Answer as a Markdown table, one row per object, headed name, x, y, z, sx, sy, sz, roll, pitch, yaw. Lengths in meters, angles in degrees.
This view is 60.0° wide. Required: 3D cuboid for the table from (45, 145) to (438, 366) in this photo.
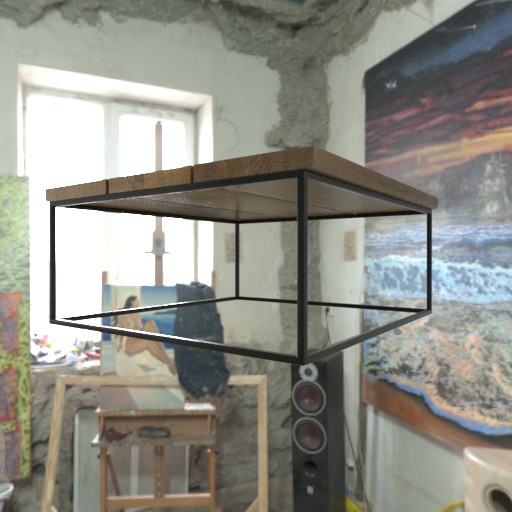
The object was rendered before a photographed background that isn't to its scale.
| name | x | y | z | sx | sy | sz | roll | pitch | yaw |
| --- | --- | --- | --- | --- | --- | --- | --- | --- | --- |
| table | 0.000 | 0.000 | 1.424 | 0.900 | 0.400 | 0.900 | 0 | 0 | 36 |
